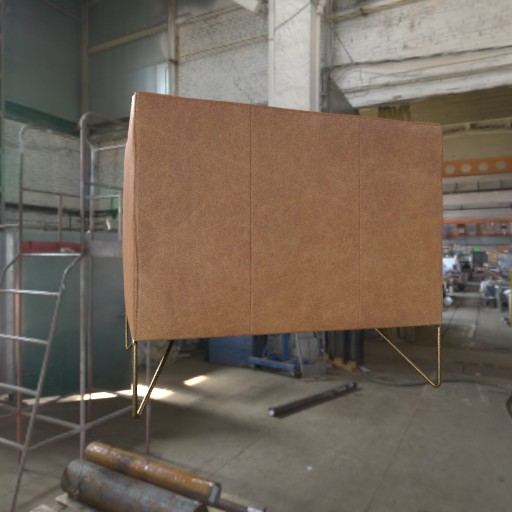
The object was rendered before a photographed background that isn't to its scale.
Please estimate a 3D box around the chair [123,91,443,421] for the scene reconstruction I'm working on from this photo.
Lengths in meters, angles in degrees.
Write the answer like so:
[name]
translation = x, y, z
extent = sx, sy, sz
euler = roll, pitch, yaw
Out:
[chair]
translation = 0.000, 0.000, 1.607
extent = 0.920, 0.797, 0.912
euler = 0, 0, -18
